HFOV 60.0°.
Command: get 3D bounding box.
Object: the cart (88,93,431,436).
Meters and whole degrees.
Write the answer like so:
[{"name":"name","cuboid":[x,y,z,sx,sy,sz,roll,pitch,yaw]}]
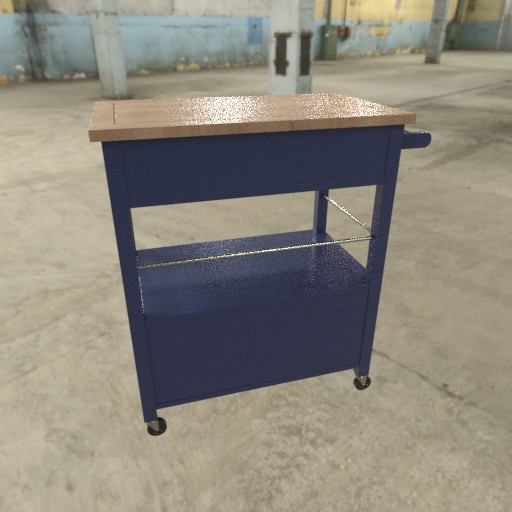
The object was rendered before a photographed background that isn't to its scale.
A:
[{"name":"cart","cuboid":[0.000,0.000,1.395,0.840,0.901,0.459,-7,27,-15]}]
